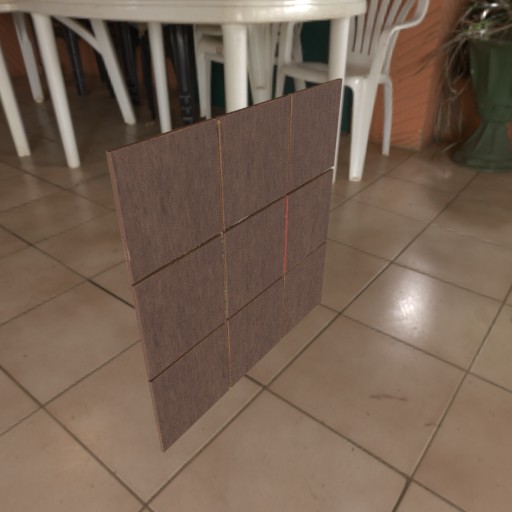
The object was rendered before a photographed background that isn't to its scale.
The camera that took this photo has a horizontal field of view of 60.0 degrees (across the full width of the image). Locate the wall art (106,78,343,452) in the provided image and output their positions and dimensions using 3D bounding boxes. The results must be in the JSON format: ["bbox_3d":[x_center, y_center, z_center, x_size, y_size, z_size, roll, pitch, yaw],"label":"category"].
[{"bbox_3d":[0.000,0.000,1.381,0.013,0.914,0.915,22,38,31],"label":"wall art"}]
